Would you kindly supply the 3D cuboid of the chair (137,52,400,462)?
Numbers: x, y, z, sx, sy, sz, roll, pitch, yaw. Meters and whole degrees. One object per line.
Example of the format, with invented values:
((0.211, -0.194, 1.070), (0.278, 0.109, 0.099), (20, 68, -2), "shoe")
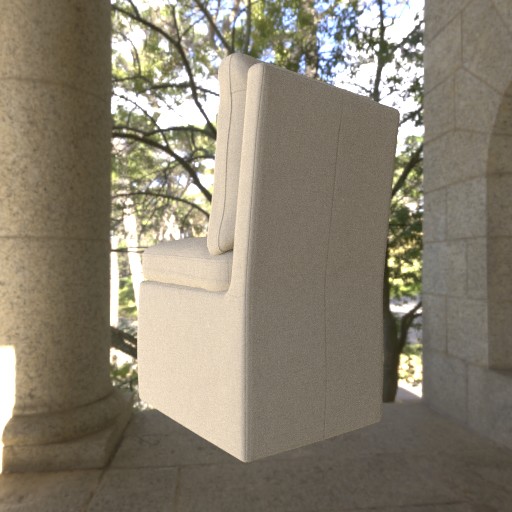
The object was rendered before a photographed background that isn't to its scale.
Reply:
((0.000, 0.000, 1.327), (0.503, 0.927, 0.698), (1, -2, -36), "chair")
